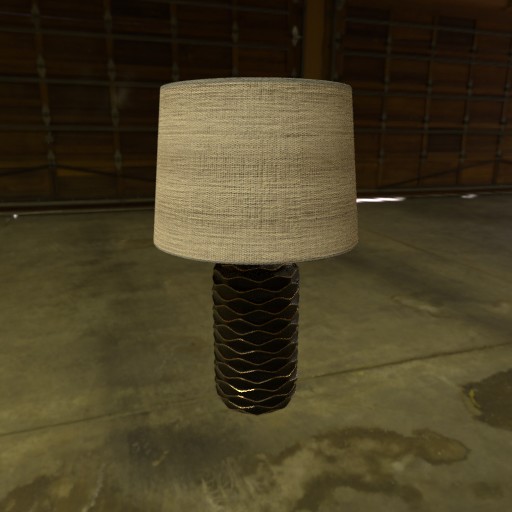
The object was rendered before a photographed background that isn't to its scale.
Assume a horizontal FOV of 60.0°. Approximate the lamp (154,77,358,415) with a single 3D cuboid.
[{"bbox_3d":[0.000,0.000,0.843,0.376,0.594,0.376,0,15,0],"label":"lamp"}]
